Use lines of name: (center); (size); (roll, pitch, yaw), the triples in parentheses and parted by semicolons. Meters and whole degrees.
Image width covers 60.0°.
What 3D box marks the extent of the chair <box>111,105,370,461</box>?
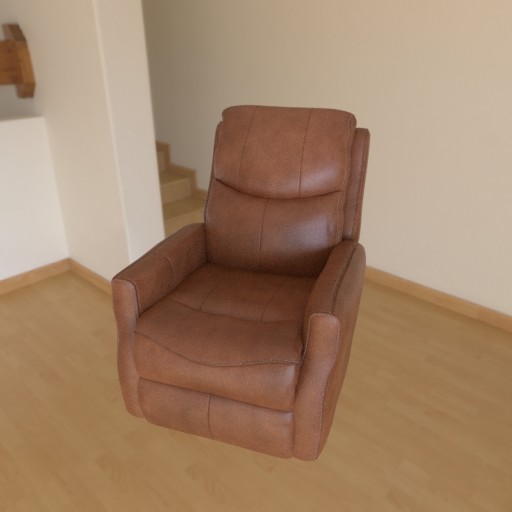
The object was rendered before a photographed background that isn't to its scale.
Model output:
chair: (0.000, 0.000, 1.723); (0.821, 1.016, 1.072); (8, 27, 16)
